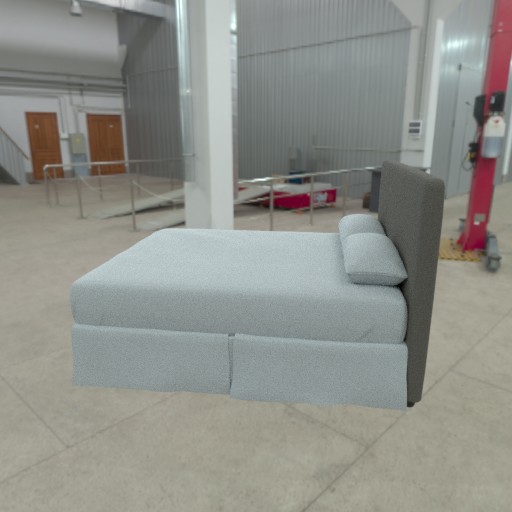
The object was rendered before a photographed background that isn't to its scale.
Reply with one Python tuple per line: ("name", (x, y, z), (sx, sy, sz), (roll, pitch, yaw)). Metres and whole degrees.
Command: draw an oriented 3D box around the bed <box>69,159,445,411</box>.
("bed", (0.000, 0.000, 3.261), (2.142, 1.330, 1.748), (2, 16, 8))
